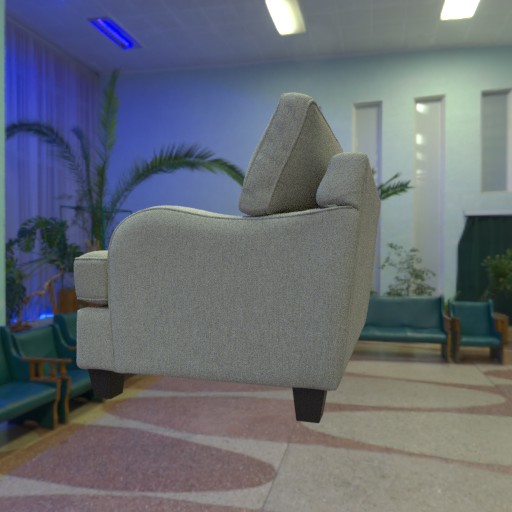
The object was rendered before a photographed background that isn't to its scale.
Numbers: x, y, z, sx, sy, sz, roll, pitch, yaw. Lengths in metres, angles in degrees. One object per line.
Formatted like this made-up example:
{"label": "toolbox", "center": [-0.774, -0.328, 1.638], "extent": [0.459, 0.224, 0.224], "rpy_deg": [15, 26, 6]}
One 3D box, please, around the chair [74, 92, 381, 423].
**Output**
{"label": "chair", "center": [0.000, 0.000, 1.983], "extent": [1.041, 1.016, 1.220], "rpy_deg": [0, 1, 17]}
